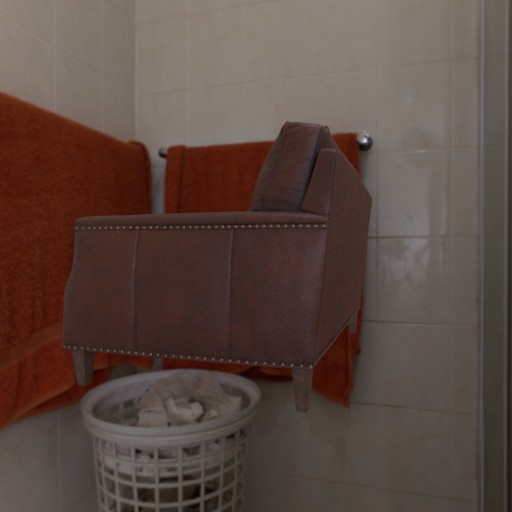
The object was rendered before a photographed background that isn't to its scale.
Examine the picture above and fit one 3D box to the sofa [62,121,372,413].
[{"bbox_3d":[0.000,0.000,2.288,1.083,1.003,1.628,0,1,19],"label":"sofa"}]
